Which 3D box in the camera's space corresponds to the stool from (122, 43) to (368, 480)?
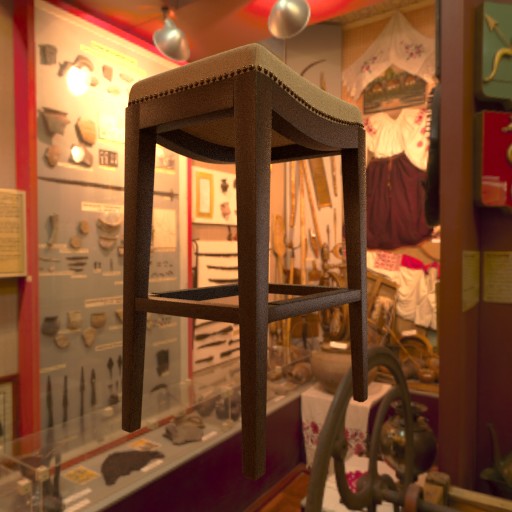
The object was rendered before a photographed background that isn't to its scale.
[{"bbox_3d":[0.000,0.000,1.047,0.358,0.759,0.498,1,1,36],"label":"stool"}]
